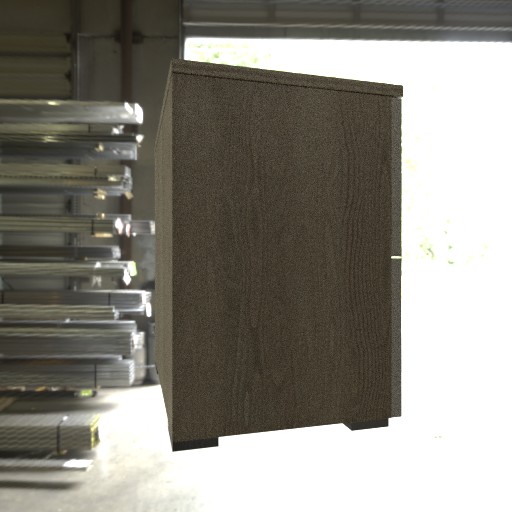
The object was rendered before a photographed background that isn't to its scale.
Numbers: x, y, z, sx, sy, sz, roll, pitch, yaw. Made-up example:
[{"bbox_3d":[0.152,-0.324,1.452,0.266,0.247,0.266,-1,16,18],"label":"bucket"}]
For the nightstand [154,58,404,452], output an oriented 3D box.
[{"bbox_3d":[0.000,0.000,0.772,0.325,0.461,0.442,0,0,-15],"label":"nightstand"}]
